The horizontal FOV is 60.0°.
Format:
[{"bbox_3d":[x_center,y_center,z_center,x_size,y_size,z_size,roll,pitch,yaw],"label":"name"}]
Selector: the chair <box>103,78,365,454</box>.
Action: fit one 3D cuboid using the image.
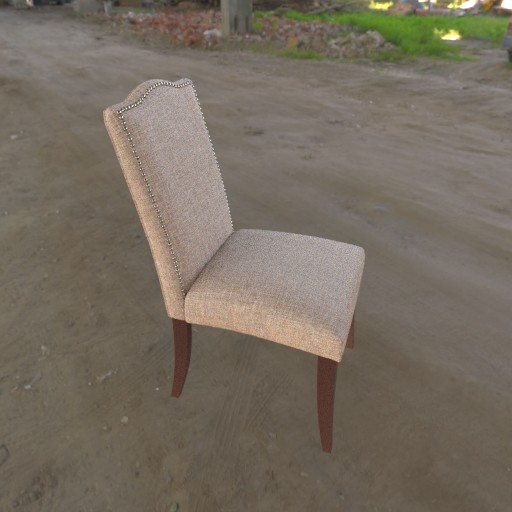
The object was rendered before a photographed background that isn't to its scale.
[{"bbox_3d":[0.000,0.000,1.404,0.660,1.016,0.513,10,33,16],"label":"chair"}]
